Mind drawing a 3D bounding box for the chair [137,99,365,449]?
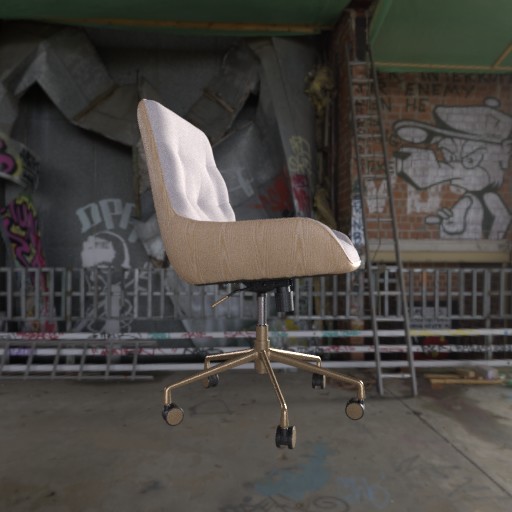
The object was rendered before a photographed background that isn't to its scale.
[{"bbox_3d":[0.000,0.000,1.391,0.668,0.952,0.564,0,0,17],"label":"chair"}]
